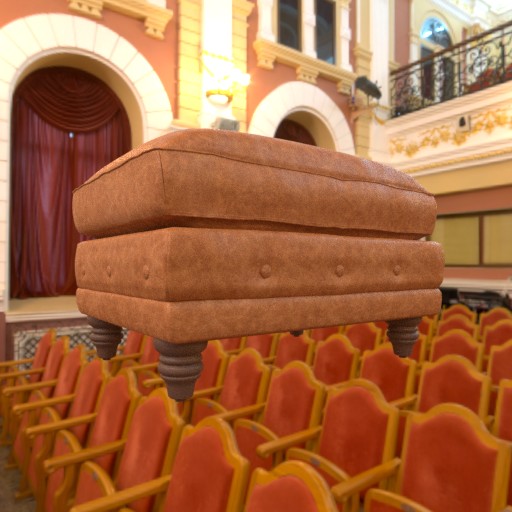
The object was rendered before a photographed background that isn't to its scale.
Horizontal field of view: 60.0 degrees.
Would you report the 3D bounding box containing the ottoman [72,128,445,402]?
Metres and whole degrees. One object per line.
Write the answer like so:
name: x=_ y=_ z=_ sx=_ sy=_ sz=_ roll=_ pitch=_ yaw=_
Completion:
ottoman: x=0.000 y=0.000 z=1.039 sx=0.710 sy=0.480 sz=0.533 roll=1 pitch=-2 yaw=-36
